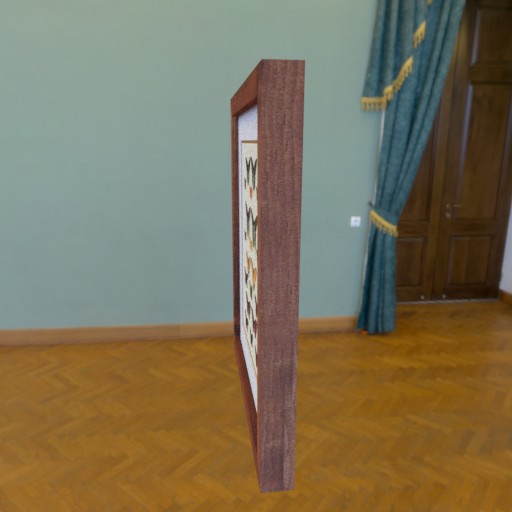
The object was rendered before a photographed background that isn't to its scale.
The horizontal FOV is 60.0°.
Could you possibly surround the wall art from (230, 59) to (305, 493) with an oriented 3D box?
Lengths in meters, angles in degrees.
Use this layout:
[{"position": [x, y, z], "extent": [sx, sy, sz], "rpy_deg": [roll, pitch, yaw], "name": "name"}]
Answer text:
[{"position": [0.000, 0.000, 0.623], "extent": [0.039, 0.449, 0.377], "rpy_deg": [-2, 15, -7], "name": "wall art"}]
